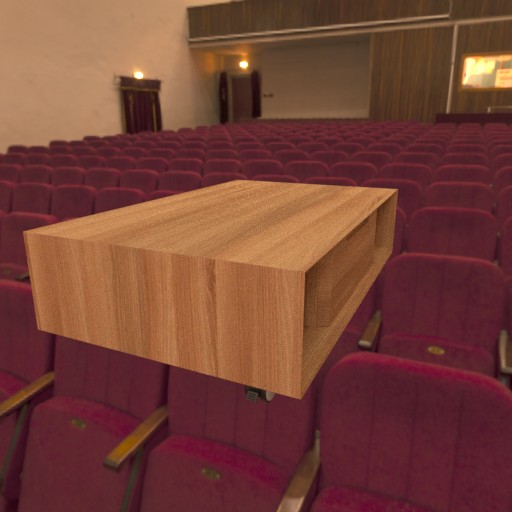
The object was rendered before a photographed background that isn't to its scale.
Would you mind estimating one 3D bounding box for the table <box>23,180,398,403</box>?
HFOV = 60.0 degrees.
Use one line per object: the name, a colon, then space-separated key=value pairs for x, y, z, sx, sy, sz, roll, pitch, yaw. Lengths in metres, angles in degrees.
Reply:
table: x=0.000 y=0.000 z=1.429 sx=0.700 sy=0.330 sz=1.100 roll=8 pitch=18 yaw=24
